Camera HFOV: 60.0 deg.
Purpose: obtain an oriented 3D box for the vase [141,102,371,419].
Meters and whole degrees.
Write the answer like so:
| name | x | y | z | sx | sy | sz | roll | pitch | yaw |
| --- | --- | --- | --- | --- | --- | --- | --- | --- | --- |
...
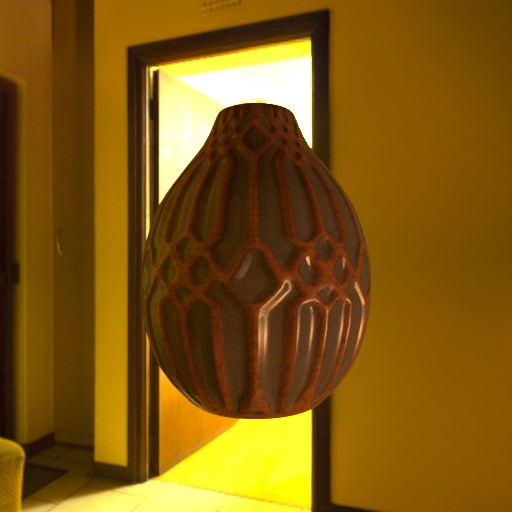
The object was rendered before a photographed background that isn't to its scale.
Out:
| name | x | y | z | sx | sy | sz | roll | pitch | yaw |
| --- | --- | --- | --- | --- | --- | --- | --- | --- | --- |
| vase | 0.000 | 0.000 | 0.137 | 0.069 | 0.088 | 0.069 | 0 | 0 | 0 |
